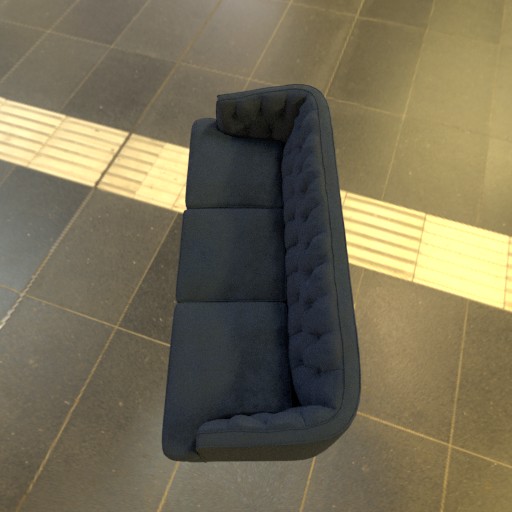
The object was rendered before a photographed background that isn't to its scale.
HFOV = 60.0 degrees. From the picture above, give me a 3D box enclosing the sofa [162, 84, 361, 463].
[{"bbox_3d":[0.000,0.000,2.705,0.941,0.855,2.278,0,60,0],"label":"sofa"}]
